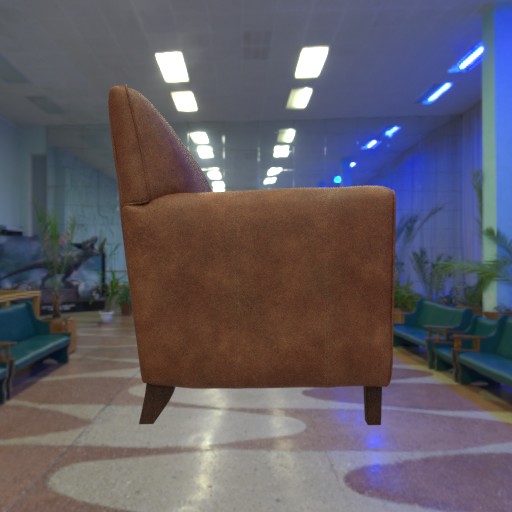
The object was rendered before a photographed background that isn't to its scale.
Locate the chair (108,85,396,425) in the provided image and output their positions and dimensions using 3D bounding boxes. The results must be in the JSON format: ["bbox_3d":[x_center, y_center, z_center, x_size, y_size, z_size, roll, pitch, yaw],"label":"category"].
[{"bbox_3d":[0.000,0.000,1.604,0.823,0.943,0.870,0,0,1],"label":"chair"}]
